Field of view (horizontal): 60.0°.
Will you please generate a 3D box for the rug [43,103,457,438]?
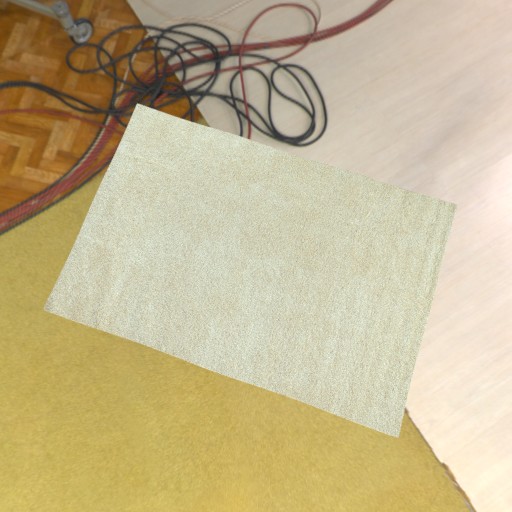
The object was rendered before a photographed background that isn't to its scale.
[{"bbox_3d":[0.000,0.000,3.364,2.699,0.025,1.800,19,77,4],"label":"rug"}]
